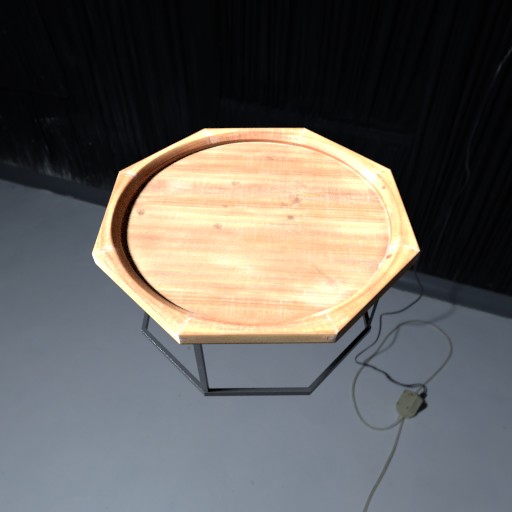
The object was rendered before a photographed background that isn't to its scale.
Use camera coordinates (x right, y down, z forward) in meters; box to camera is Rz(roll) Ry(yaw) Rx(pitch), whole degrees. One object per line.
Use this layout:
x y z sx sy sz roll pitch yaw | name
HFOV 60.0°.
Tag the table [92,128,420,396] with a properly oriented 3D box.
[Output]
0.000 0.000 1.540 1.002 0.444 1.002 0 47 0 | table
